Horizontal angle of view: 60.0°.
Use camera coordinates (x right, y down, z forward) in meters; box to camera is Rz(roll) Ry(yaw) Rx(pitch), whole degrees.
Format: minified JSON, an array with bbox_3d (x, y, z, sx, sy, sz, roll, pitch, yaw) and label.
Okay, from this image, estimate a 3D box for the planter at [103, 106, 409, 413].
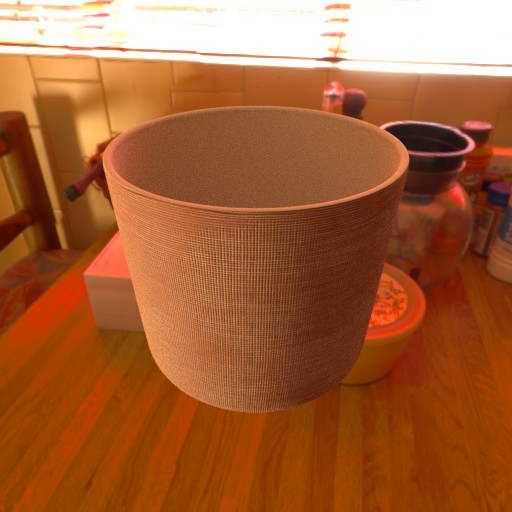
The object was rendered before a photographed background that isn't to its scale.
[{"bbox_3d":[0.000,0.000,0.768,0.440,0.398,0.440,0,33,0],"label":"planter"}]
